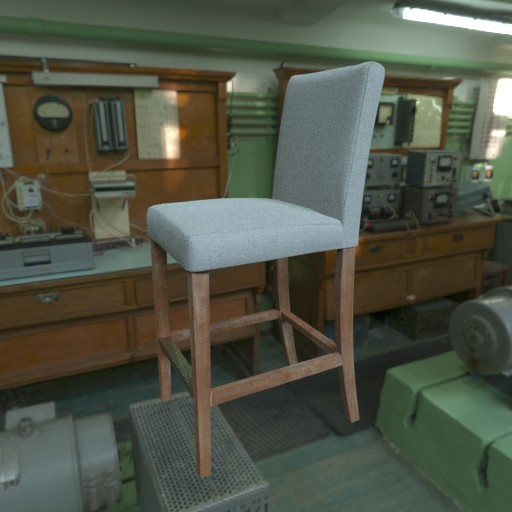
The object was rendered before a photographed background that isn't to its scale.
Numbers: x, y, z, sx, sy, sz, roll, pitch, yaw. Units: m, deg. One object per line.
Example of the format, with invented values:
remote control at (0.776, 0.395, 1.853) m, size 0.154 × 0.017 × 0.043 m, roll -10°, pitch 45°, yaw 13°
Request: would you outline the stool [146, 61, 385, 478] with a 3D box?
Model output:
stool at (0.000, 0.000, 1.356) m, size 0.570 × 1.088 × 0.439 m, roll -8°, pitch 18°, yaw -25°
